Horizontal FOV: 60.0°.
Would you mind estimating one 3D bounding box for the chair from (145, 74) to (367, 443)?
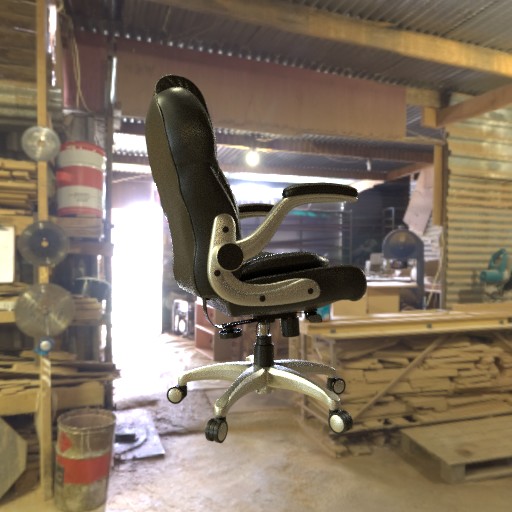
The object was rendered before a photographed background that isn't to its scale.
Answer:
[{"bbox_3d":[0.000,0.000,1.676,0.801,1.141,0.724,0,1,-18],"label":"chair"}]
